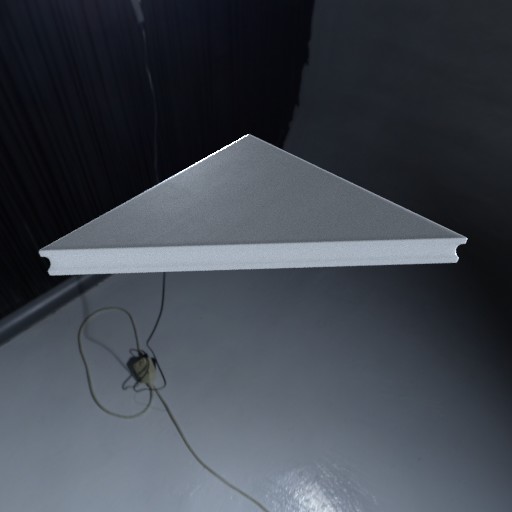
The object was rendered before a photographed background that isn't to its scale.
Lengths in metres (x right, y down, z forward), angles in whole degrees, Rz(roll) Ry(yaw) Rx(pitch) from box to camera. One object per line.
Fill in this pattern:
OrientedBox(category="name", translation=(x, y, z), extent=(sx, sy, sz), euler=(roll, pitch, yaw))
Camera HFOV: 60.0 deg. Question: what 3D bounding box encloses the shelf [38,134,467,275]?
OrientedBox(category="shelf", translation=(0.000, 0.000, 0.441), extent=(0.296, 0.035, 0.296), euler=(33, 53, 29))
